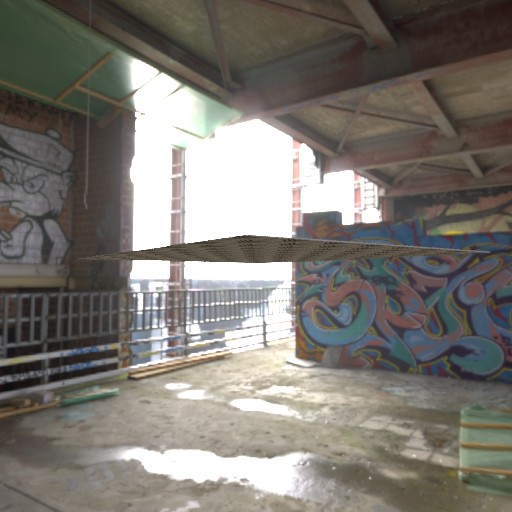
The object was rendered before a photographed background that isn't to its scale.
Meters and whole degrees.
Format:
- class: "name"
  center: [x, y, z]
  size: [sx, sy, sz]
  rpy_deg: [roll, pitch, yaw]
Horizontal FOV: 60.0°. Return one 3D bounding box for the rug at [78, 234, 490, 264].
- class: "rug"
  center: [0.000, 0.000, 4.028]
  size: [2.330, 0.010, 3.061]
  rpy_deg: [2, -4, -36]
